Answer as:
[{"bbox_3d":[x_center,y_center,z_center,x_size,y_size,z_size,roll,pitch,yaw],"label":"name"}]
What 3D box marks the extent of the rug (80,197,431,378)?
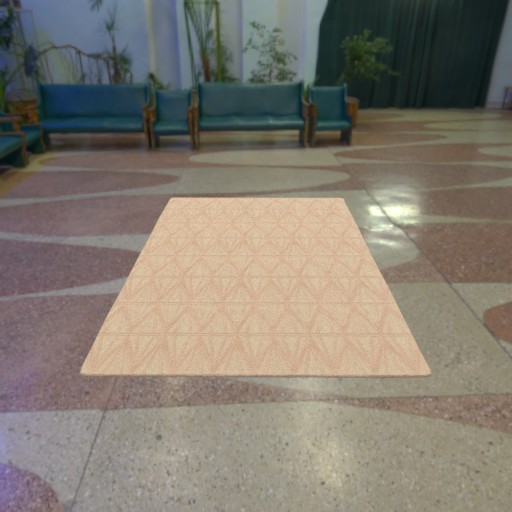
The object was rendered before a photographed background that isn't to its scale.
[{"bbox_3d":[0.000,0.000,3.045,1.609,0.015,2.390,0,27,0],"label":"rug"}]
